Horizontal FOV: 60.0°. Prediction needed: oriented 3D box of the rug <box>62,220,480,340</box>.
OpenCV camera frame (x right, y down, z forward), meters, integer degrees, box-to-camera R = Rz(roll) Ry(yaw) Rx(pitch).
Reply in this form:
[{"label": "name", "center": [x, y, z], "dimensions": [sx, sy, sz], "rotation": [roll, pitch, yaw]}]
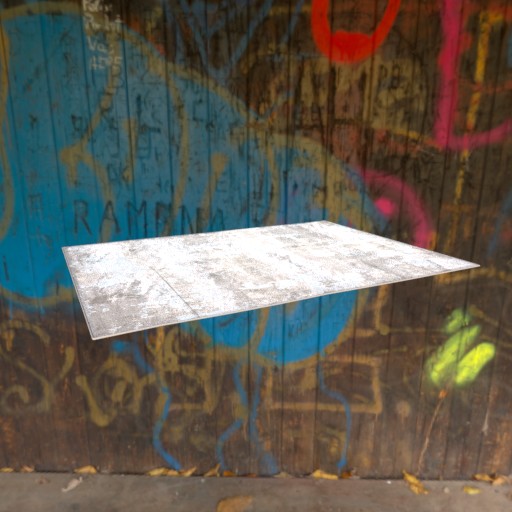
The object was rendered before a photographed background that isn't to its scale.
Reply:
[{"label": "rug", "center": [0.000, 0.000, 4.288], "dimensions": [3.307, 0.013, 2.393], "rotation": [-8, 17, -26]}]
